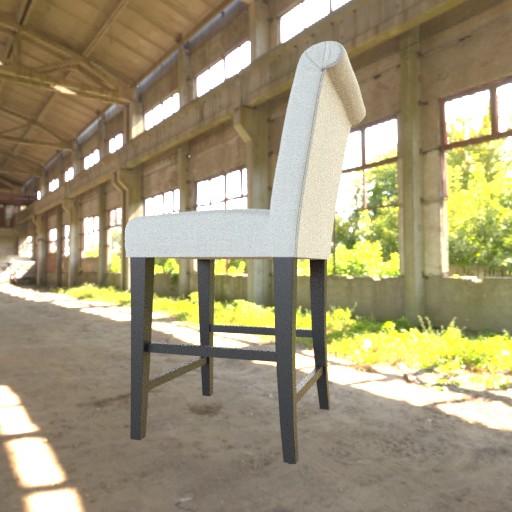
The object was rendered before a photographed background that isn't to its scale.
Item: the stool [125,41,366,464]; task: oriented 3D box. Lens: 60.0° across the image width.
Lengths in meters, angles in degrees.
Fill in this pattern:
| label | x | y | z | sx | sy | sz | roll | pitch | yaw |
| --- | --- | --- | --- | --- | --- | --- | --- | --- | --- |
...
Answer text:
| label | x | y | z | sx | sy | sz | roll | pitch | yaw |
| --- | --- | --- | --- | --- | --- | --- | --- | --- | --- |
| stool | 0.000 | 0.000 | 1.299 | 0.597 | 0.976 | 0.452 | 0 | -1 | 20 |
